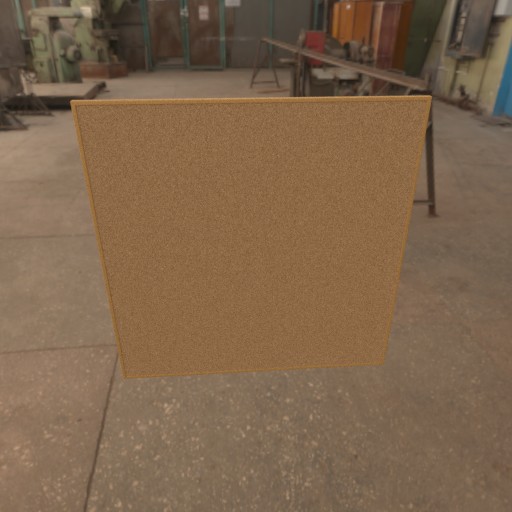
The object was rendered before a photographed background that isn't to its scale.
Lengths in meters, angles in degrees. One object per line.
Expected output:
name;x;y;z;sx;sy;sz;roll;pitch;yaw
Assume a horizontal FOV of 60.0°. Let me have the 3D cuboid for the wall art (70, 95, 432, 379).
wall art;0.000;0.000;0.965;0.657;0.655;0.014;-2;29;-4
